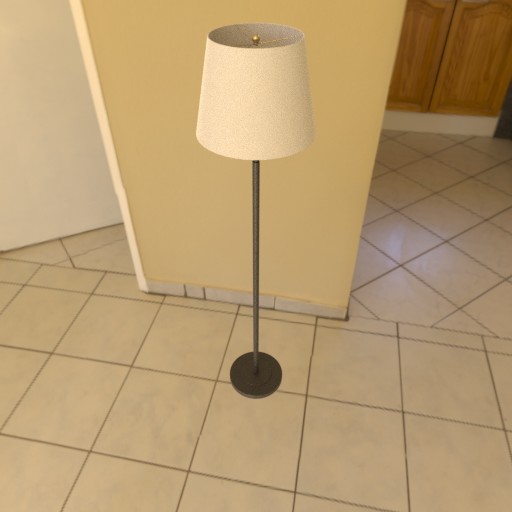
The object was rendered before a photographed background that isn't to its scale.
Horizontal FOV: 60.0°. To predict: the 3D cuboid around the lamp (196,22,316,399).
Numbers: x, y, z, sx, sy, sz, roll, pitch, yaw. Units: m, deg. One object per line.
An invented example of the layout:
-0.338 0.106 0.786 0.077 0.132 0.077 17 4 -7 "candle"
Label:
0.000 0.000 1.600 0.348 1.473 0.348 1 40 1 "lamp"
